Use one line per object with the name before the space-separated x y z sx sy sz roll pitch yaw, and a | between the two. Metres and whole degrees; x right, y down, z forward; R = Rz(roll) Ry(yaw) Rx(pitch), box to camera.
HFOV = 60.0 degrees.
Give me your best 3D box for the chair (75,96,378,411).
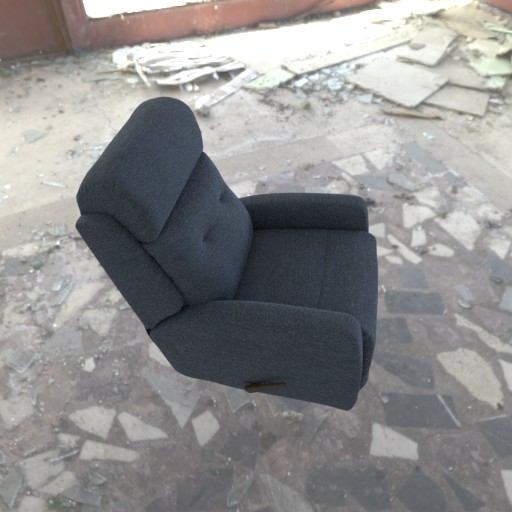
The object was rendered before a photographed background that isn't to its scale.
chair | 0.000 0.000 1.756 1.043 1.013 0.798 9 47 8
